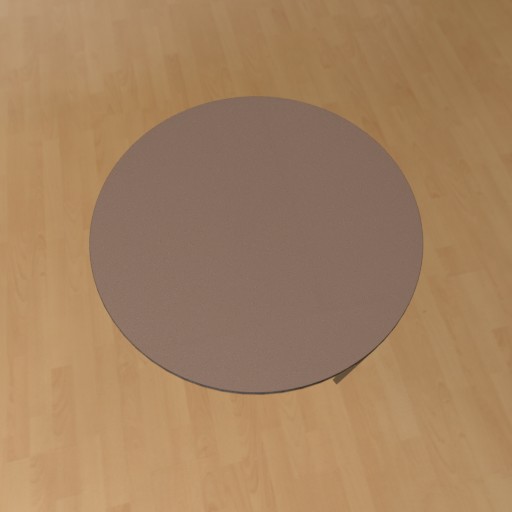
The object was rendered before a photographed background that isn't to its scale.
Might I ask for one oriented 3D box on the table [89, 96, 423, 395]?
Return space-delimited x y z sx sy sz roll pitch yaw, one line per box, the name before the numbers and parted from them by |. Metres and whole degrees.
table | 0.000 0.000 1.252 0.800 0.400 0.800 0 65 0
